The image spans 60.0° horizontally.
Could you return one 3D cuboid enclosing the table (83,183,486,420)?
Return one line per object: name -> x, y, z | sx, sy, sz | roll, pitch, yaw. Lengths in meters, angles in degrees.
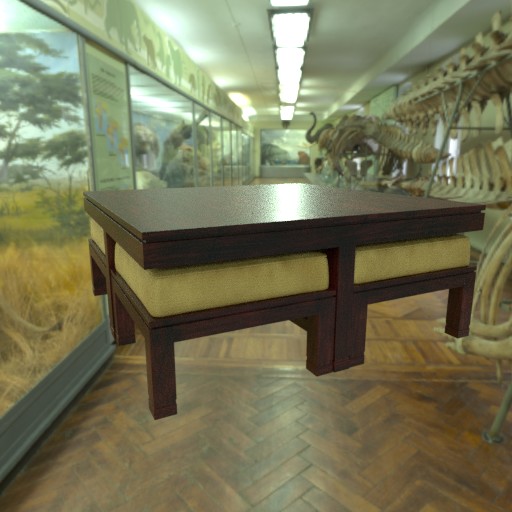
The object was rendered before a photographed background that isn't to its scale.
table -> 0.000, 0.000, 1.345 | 0.865, 0.356, 0.865 | -7, 15, -26
